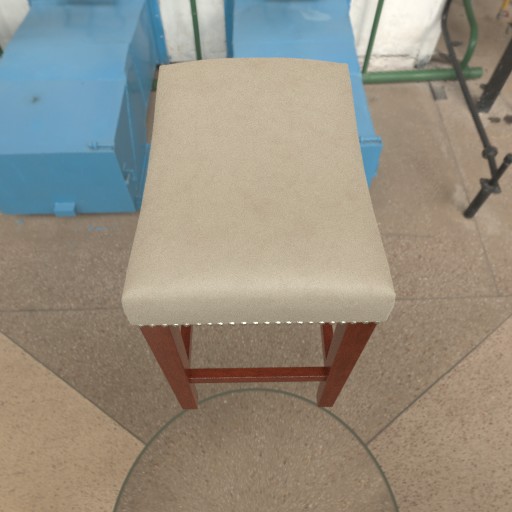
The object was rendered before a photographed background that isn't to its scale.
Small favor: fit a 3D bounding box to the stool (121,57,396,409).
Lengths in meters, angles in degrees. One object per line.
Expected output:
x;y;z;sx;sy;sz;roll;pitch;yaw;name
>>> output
0.000;0.000;0.948;0.375;0.632;0.509;-1;58;0;stool
